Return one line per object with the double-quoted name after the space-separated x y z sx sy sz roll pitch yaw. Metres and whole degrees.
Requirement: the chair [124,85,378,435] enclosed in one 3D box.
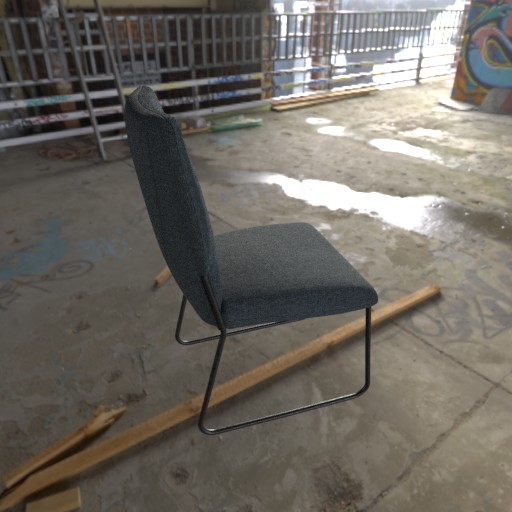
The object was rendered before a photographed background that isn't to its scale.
0.000 0.000 1.316 0.635 0.931 0.480 -9 31 -16 "chair"
